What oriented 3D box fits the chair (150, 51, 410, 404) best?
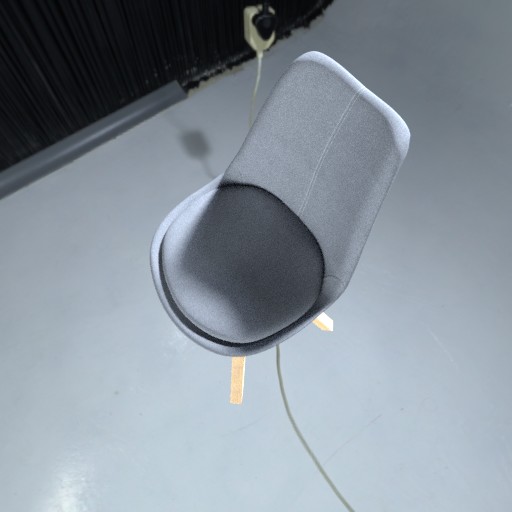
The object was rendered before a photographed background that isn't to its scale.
[{"bbox_3d":[0.000,0.000,1.179,0.549,0.863,0.474,-34,68,-16],"label":"chair"}]
